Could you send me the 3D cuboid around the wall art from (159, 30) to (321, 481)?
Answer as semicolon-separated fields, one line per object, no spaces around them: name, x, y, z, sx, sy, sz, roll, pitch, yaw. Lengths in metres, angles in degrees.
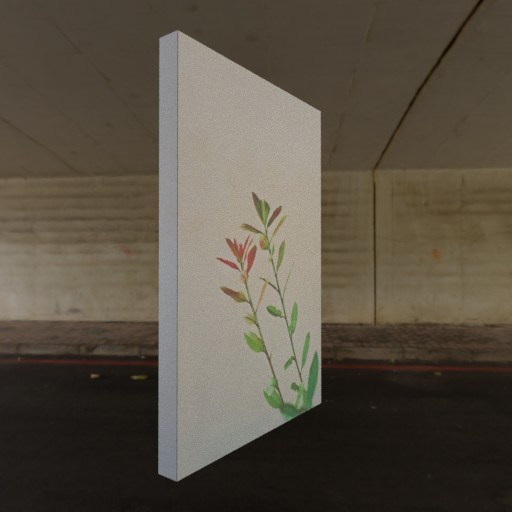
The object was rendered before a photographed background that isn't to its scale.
wall art;0.000;0.000;0.774;0.038;0.611;0.408;0;-1;36
